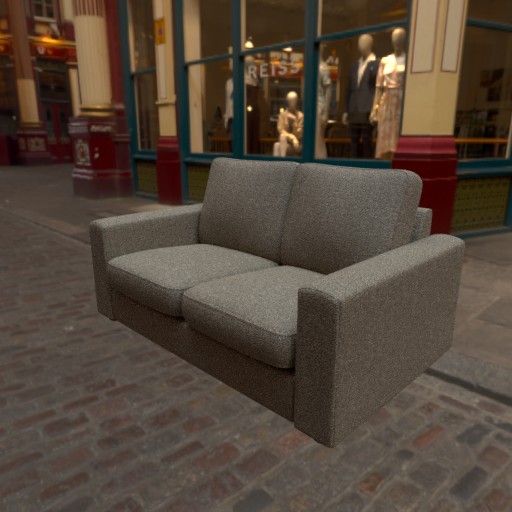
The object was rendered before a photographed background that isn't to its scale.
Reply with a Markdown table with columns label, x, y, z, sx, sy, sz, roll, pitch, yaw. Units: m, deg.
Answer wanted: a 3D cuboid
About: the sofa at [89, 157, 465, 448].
| label | x | y | z | sx | sy | sz | roll | pitch | yaw |
| --- | --- | --- | --- | --- | --- | --- | --- | --- | --- |
| sofa | 0.000 | 0.000 | 2.184 | 1.616 | 0.873 | 1.016 | 15 | 22 | 42 |
